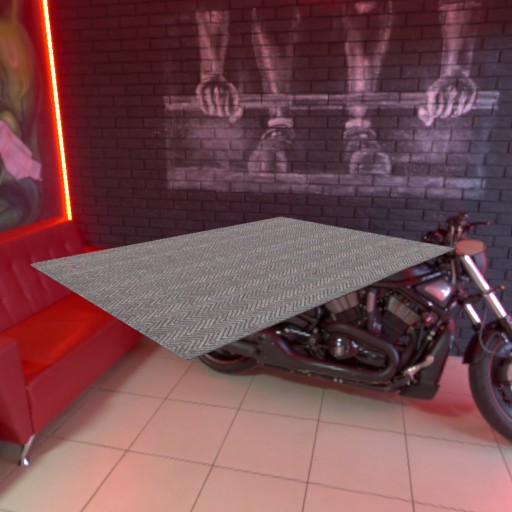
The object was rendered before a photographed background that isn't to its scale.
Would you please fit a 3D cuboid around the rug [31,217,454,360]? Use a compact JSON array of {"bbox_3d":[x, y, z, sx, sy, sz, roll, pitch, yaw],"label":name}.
[{"bbox_3d":[0.000,0.000,5.076,3.957,0.011,2.894,-15,21,-42],"label":"rug"}]
